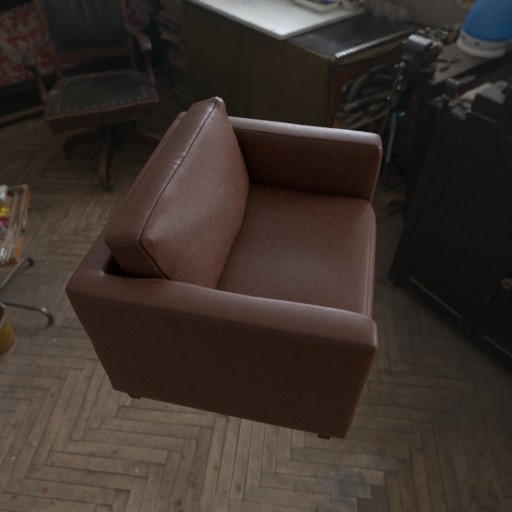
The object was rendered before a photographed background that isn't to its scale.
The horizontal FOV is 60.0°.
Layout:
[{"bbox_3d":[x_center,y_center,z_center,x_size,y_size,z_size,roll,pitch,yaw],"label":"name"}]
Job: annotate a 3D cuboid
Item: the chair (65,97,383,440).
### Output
[{"bbox_3d":[0.000,0.000,1.806,0.959,0.917,1.107,9,48,8],"label":"chair"}]
